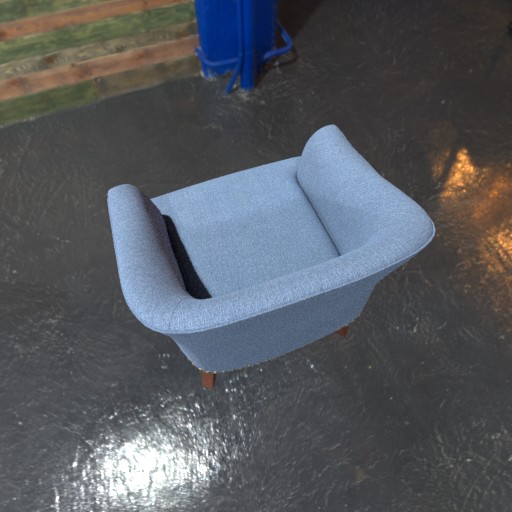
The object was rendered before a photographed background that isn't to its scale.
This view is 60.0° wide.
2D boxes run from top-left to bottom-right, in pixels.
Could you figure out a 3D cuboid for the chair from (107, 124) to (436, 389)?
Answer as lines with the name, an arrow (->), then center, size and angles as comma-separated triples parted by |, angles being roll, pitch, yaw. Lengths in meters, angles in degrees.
chair -> 0.000, 0.000, 1.405 | 0.772, 0.815, 0.704 | -18, 61, -10
